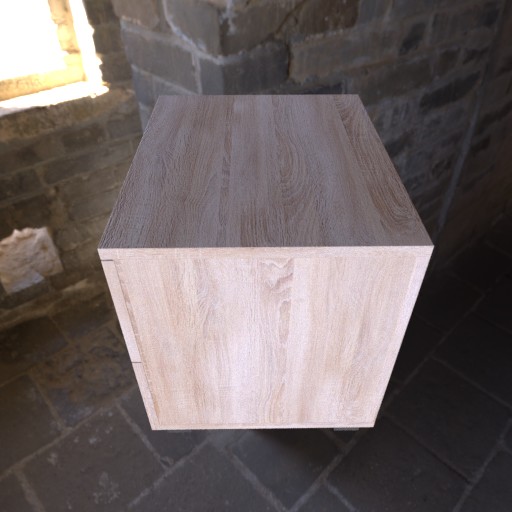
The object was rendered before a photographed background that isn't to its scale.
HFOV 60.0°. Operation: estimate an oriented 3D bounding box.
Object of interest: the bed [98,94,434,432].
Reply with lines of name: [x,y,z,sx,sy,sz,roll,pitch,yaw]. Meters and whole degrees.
bed: [0.000,0.000,0.812,0.401,0.420,0.460,-1,41,-1]
